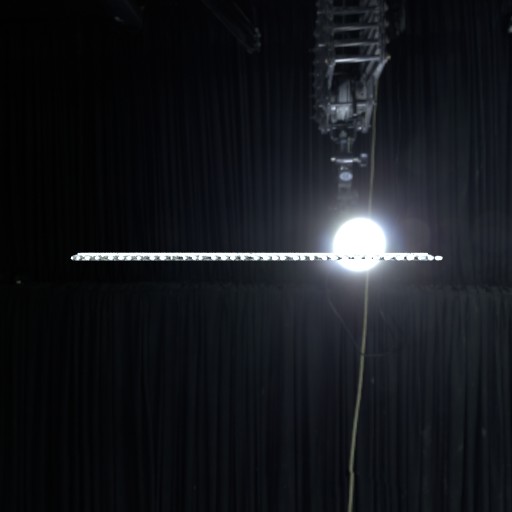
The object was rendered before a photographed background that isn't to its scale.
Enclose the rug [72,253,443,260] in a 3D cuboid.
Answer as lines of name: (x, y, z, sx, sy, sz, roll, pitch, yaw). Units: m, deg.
rug: (0.000, 0.000, 2.892, 1.494, 0.031, 2.307, 0, 0, 1)
